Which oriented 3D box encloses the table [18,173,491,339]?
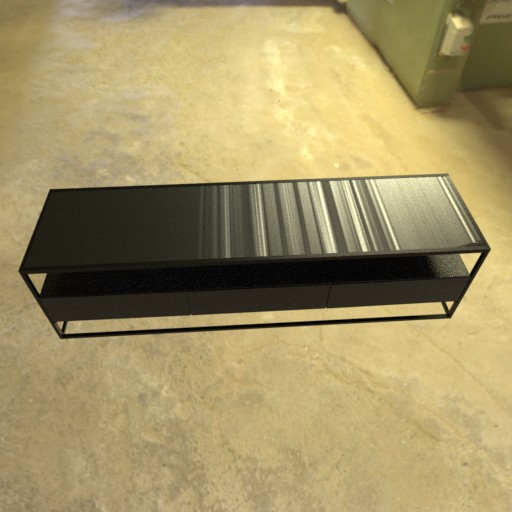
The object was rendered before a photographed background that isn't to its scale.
[{"bbox_3d":[0.000,0.000,1.666,1.486,0.395,0.399,-3,48,-2],"label":"table"}]
